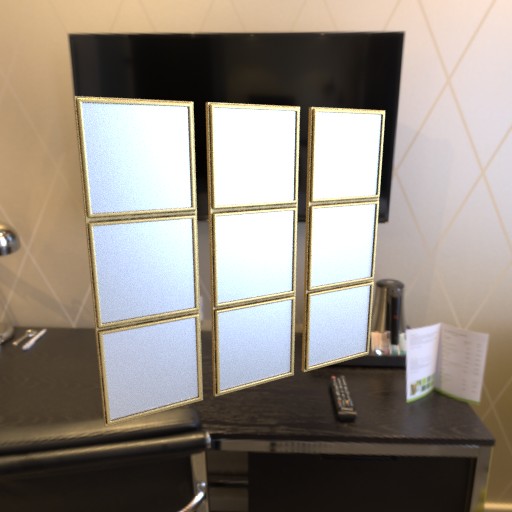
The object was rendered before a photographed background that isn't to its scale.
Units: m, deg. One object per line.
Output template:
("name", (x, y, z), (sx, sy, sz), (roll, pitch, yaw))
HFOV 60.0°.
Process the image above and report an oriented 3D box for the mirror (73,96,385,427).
("mirror", (0.000, 0.000, 1.428), (1.011, 0.926, 0.023), (-7, 16, -27))
